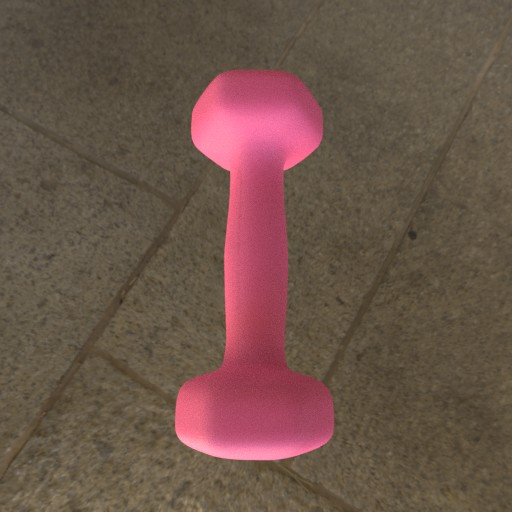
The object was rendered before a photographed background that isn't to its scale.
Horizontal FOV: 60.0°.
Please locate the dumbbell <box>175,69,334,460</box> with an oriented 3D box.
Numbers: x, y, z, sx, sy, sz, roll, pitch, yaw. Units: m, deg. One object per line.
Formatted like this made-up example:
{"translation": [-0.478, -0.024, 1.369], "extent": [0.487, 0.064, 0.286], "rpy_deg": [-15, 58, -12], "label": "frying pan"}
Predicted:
{"translation": [0.000, 0.000, 0.176], "extent": [0.058, 0.053, 0.146], "rpy_deg": [1, 74, 0], "label": "dumbbell"}
